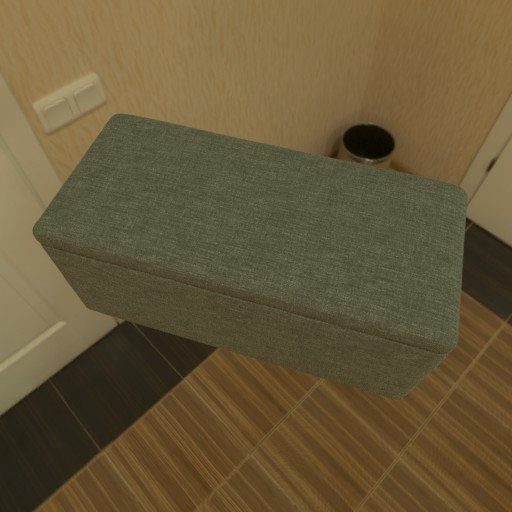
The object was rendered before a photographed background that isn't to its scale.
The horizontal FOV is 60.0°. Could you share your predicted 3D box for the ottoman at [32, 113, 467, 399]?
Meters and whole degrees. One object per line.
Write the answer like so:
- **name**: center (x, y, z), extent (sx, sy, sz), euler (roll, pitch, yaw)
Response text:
- **ottoman**: center (0.000, 0.000, 1.124), extent (0.902, 0.432, 0.419), euler (14, 59, 9)
